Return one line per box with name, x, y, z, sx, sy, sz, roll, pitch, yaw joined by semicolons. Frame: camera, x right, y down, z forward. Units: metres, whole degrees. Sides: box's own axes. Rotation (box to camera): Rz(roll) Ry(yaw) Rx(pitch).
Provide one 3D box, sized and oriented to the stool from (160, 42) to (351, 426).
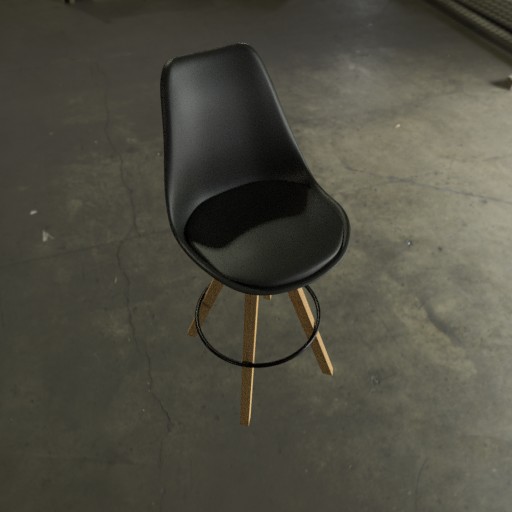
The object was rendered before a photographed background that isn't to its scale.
stool;0.000;0.000;1.418;0.485;1.115;0.550;-24;51;-21
